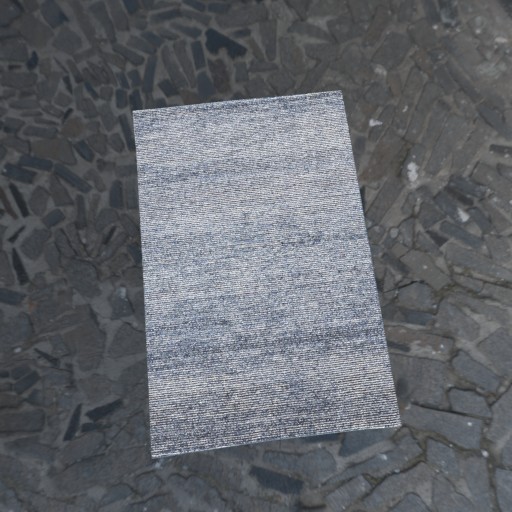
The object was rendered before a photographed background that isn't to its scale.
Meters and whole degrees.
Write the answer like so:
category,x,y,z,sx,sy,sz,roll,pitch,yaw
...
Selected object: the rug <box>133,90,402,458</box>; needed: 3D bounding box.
category,x,y,z,sx,sy,sz,roll,pitch,yaw
rug,0.000,0.000,2.187,1.135,0.010,1.740,-6,77,-1
